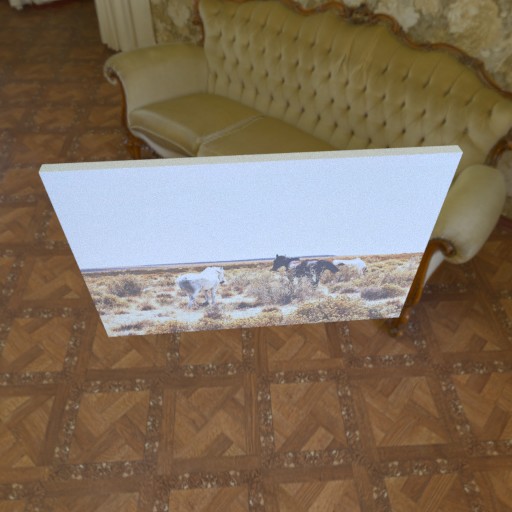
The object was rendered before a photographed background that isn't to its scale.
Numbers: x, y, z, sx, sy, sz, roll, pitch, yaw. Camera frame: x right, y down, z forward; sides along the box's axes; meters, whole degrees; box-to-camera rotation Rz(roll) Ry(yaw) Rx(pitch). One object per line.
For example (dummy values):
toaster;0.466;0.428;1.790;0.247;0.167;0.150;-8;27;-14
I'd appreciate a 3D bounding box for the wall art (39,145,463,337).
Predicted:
wall art;0.000;0.000;1.965;1.520;1.016;0.051;-3;46;-3
